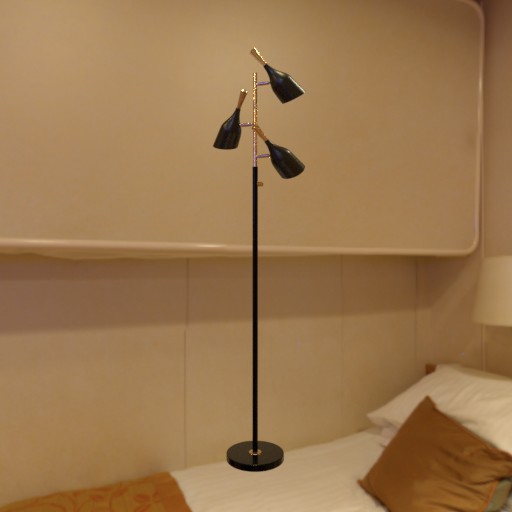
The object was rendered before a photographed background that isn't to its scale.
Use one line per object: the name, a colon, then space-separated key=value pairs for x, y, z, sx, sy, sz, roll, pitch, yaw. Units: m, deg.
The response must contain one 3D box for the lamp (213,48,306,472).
lamp: x=0.000 y=0.000 z=1.956 sx=0.434 sy=1.778 sz=0.253 roll=0 pitch=-1 yaw=17
